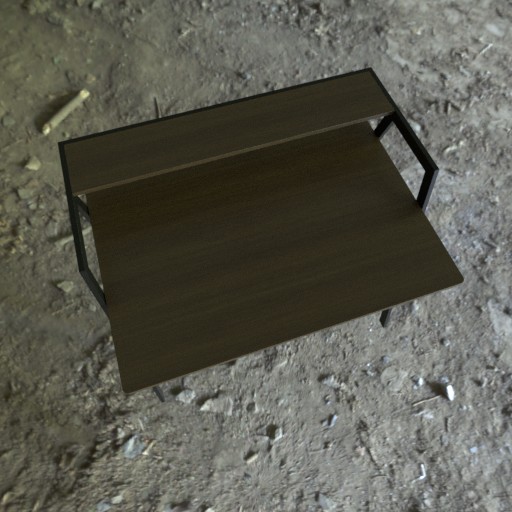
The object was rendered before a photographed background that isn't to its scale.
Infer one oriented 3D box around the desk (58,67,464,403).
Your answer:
[{"bbox_3d":[0.000,0.000,1.833,1.143,0.998,0.936,-17,63,-9],"label":"desk"}]
